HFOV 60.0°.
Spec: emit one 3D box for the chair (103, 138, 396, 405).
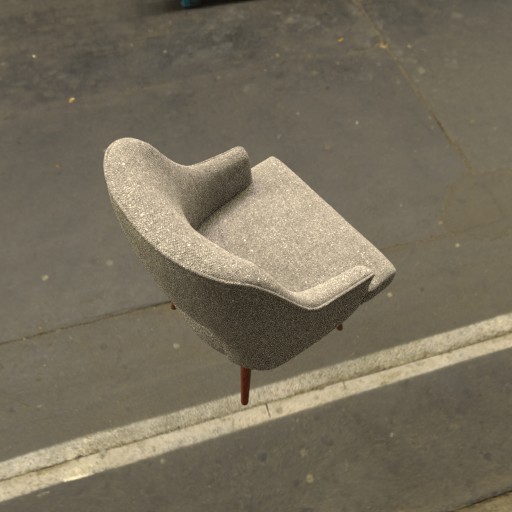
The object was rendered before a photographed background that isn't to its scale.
[{"bbox_3d":[0.000,0.000,1.304,0.629,0.875,0.608,-33,64,-19],"label":"chair"}]
